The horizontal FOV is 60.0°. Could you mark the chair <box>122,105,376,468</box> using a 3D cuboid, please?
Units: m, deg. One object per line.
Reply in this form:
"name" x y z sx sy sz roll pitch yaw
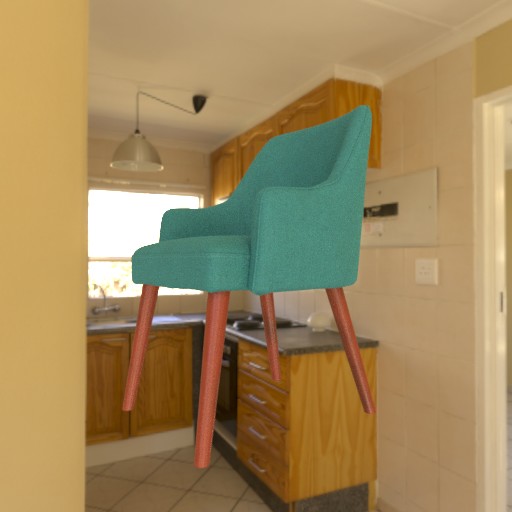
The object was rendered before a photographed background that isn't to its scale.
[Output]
"chair" 0.000 0.000 1.234 0.605 0.849 0.548 0 -1 -36
